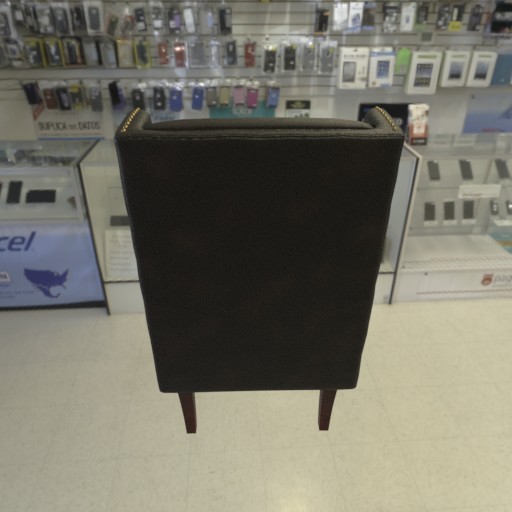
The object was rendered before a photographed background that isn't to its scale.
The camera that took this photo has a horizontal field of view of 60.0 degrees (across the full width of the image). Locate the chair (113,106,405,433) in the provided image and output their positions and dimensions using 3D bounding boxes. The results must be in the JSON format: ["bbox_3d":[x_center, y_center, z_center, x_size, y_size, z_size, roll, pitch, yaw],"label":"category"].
[{"bbox_3d":[0.000,0.000,1.634,0.703,1.142,0.799,-1,30,-1],"label":"chair"}]
